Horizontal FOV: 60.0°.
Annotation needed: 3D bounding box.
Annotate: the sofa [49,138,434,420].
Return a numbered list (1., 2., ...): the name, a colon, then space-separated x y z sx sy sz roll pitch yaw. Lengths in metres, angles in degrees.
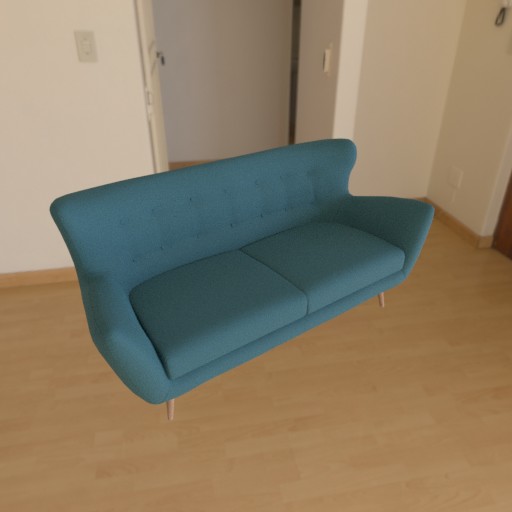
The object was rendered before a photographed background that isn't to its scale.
1. sofa: 0.000 0.000 2.387 1.930 0.890 0.889 -20 35 -31
